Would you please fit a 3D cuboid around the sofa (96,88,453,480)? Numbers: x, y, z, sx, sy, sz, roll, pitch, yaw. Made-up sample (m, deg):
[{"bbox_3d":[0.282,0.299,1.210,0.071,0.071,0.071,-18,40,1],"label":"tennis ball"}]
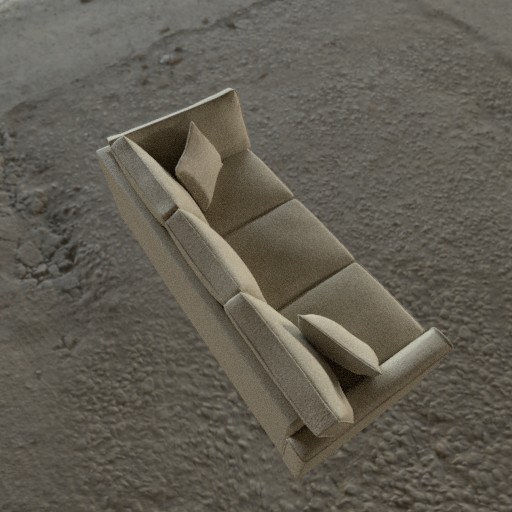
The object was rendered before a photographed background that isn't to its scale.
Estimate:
[{"bbox_3d":[0.000,0.000,2.834,1.061,0.962,2.317,-30,61,-18],"label":"sofa"}]
